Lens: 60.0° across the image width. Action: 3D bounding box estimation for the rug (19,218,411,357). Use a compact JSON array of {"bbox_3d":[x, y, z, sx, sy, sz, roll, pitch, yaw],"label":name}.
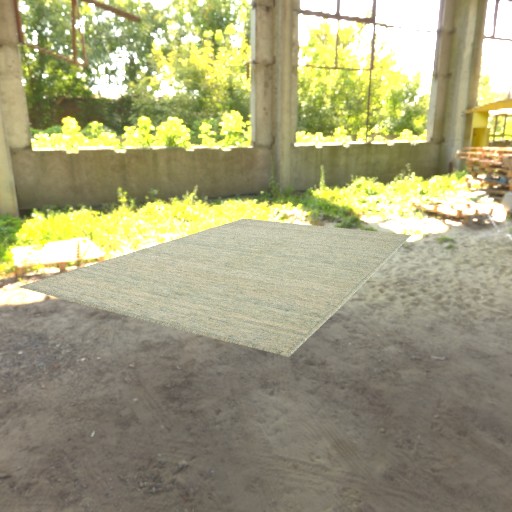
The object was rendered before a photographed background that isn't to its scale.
[{"bbox_3d":[0.000,0.000,2.349,1.250,0.015,1.850,8,17,28],"label":"rug"}]
